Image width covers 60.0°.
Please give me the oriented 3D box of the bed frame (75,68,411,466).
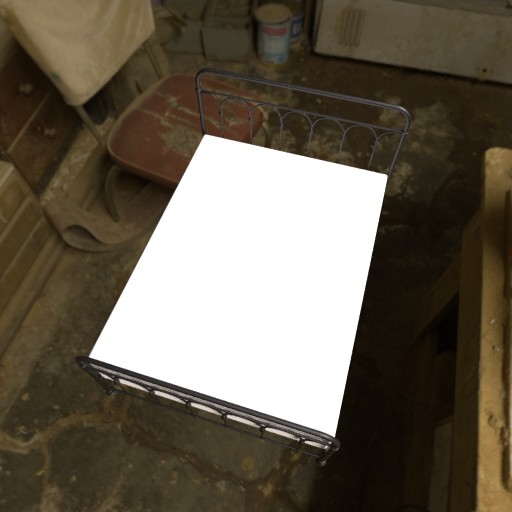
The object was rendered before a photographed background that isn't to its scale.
[{"bbox_3d":[0.000,0.000,3.152,1.664,1.276,2.203,15,60,9],"label":"bed frame"}]
